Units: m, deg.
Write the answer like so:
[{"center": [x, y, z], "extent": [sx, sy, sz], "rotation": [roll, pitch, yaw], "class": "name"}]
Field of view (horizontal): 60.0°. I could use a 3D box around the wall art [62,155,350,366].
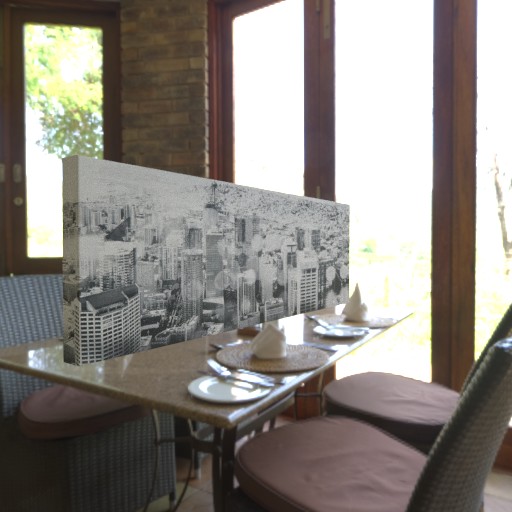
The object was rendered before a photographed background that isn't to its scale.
[{"center": [0.000, 0.000, 0.849], "extent": [0.038, 0.255, 0.763], "rotation": [1, 1, 37], "class": "wall art"}]
